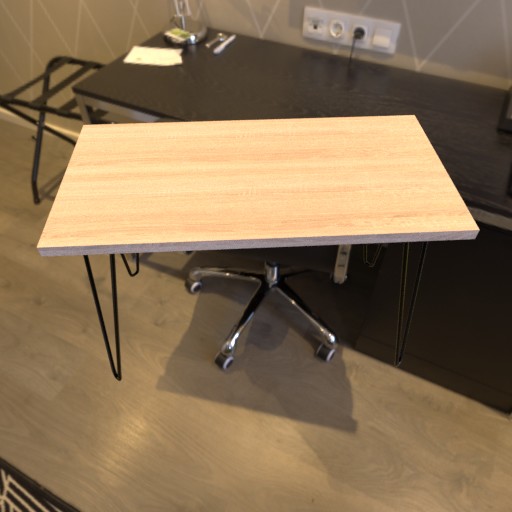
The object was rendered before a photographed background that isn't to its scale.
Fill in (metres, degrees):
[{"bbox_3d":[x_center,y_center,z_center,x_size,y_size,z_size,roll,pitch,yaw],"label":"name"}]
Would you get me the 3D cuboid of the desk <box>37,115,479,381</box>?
[{"bbox_3d":[0.000,0.000,1.401,0.991,0.660,0.499,-2,48,-2],"label":"desk"}]
